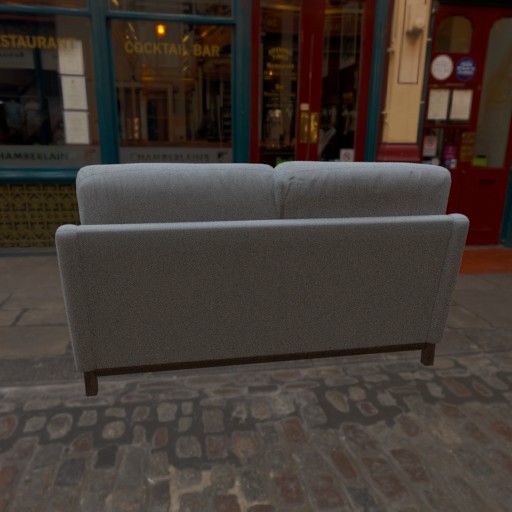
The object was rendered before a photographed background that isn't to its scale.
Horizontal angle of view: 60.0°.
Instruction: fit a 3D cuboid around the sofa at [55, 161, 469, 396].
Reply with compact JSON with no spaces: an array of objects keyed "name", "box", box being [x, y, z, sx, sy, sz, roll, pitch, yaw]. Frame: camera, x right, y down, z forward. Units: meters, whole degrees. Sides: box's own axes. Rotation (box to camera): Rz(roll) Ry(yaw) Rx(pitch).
[{"name":"sofa","box":[0.000,0.000,2.149,1.589,0.921,0.987,-2,14,-10]}]
